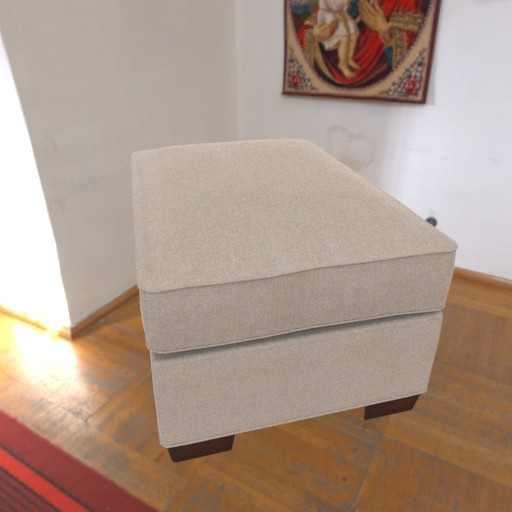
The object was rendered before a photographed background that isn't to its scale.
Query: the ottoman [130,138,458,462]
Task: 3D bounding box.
[{"bbox_3d":[0.000,0.000,1.224,0.617,0.503,0.846,-7,30,-13],"label":"ottoman"}]
